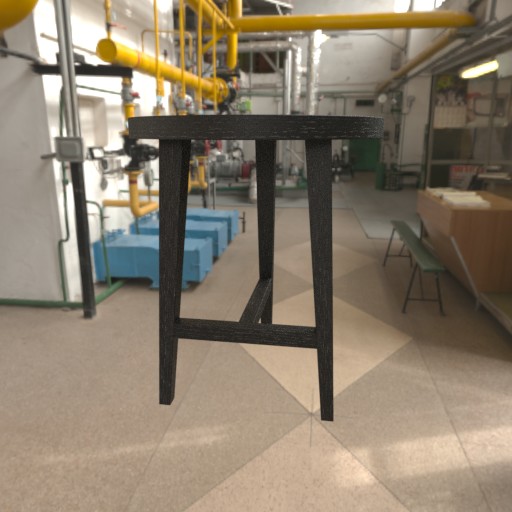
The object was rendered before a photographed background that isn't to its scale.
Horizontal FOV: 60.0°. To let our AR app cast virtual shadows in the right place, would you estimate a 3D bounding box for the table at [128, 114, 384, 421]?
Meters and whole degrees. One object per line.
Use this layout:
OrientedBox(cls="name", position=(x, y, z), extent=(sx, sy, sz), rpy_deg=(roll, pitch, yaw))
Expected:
OrientedBox(cls="table", position=(0.000, 0.000, 0.777), extent=(0.399, 0.460, 0.399), rpy_deg=(0, 16, 0))
